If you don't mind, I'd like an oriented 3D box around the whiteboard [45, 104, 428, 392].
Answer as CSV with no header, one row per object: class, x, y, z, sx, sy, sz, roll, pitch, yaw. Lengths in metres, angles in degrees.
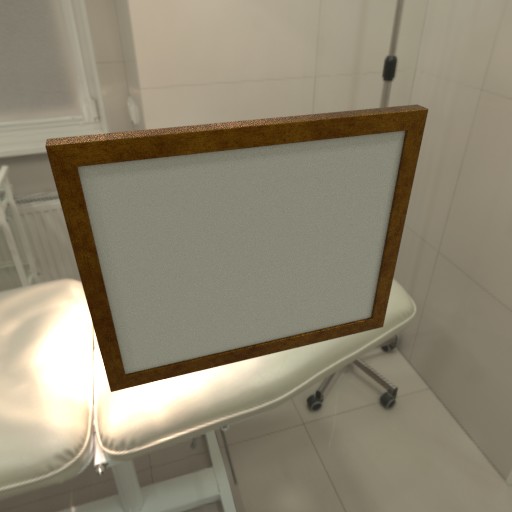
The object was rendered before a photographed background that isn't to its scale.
whiteboard,0.000,0.000,0.761,0.561,0.457,0.029,-10,34,-15
